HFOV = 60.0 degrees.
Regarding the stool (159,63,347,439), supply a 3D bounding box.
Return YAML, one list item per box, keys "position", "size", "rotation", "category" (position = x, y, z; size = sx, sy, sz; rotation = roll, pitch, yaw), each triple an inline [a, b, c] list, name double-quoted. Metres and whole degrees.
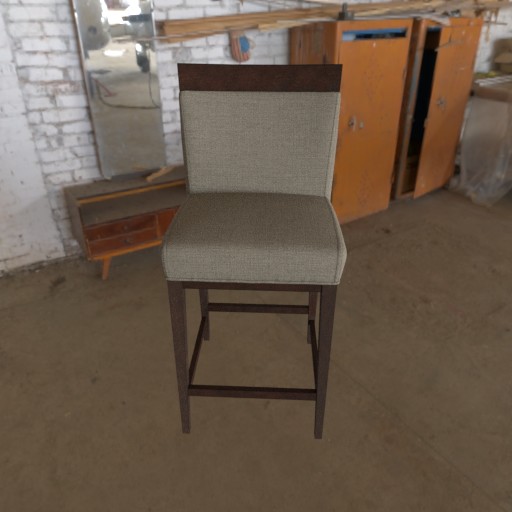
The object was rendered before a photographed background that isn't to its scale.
- position: [0.000, 0.000, 1.452]
  size: [0.511, 1.117, 0.531]
  rotation: [1, 30, 2]
  category: "stool"
